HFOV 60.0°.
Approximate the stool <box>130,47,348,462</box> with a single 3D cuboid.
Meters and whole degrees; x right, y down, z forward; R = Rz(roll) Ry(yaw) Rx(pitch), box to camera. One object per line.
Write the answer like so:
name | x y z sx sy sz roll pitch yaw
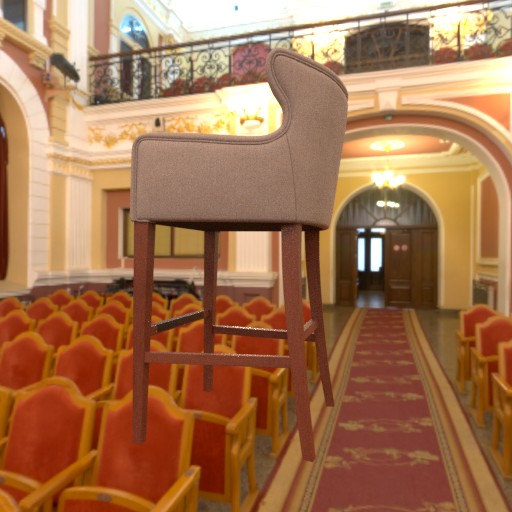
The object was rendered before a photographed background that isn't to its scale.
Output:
stool | 0.000 0.000 1.409 0.575 1.047 0.575 0 0 17
